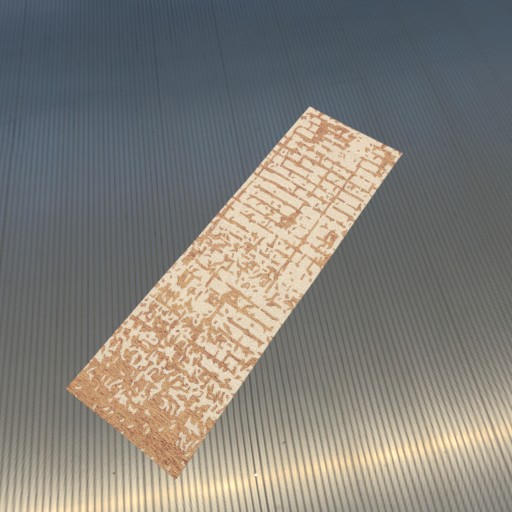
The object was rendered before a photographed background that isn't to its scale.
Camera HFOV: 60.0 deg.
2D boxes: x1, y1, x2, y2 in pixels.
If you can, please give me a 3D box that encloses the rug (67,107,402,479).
[{"bbox_3d":[0.000,0.000,2.690,0.750,0.011,2.435,32,68,15],"label":"rug"}]
